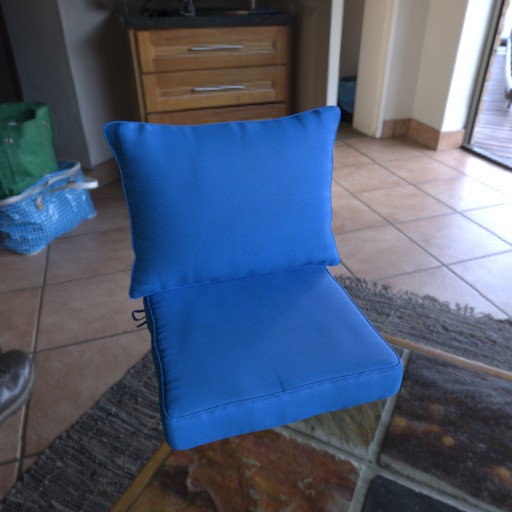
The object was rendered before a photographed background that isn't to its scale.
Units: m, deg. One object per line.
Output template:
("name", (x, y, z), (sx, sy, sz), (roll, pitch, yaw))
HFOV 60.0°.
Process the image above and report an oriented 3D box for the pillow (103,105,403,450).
("pillow", (0.000, 0.000, 1.345), (0.798, 0.725, 0.733), (-9, 32, -14))
